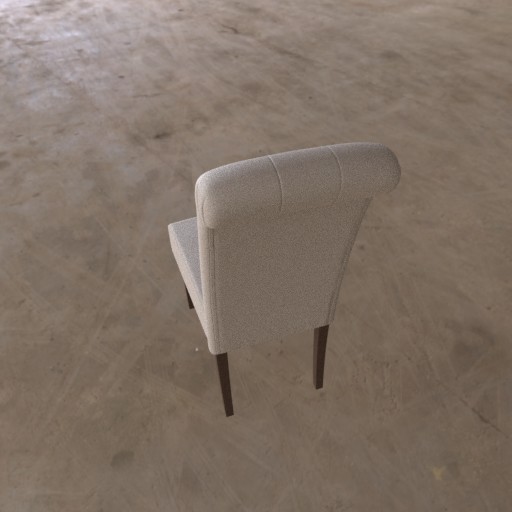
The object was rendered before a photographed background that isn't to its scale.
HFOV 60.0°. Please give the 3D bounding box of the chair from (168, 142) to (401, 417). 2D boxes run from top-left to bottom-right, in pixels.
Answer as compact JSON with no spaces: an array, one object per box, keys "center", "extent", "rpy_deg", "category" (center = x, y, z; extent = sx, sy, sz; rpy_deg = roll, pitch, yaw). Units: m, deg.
[{"center":[0.000,0.000,1.373],"extent":[0.456,1.006,0.671],"rpy_deg":[-13,44,-13],"category":"chair"}]
